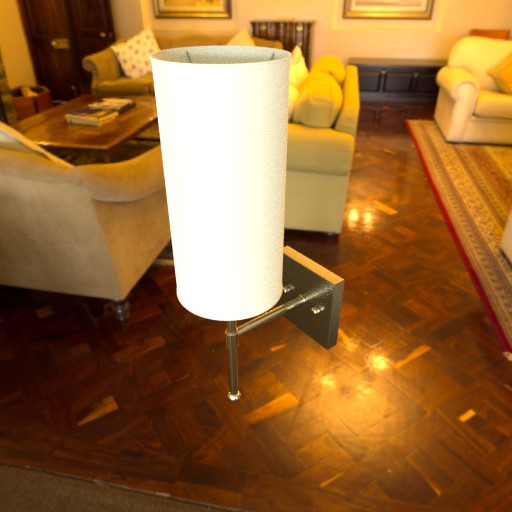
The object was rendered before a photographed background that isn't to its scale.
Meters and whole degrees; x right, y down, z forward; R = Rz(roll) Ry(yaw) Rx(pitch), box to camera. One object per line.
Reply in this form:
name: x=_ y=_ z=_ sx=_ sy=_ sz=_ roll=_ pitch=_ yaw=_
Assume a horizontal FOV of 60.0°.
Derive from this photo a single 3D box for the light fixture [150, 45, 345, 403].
light fixture: x=0.000 y=0.000 z=0.545 sx=0.208 sy=0.462 sz=0.128 roll=-22 pitch=38 yaw=-32
